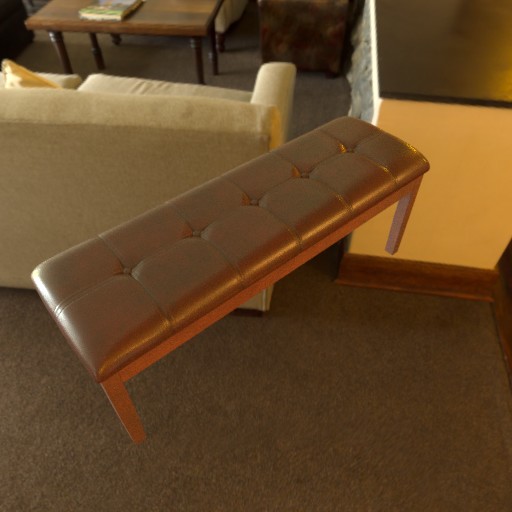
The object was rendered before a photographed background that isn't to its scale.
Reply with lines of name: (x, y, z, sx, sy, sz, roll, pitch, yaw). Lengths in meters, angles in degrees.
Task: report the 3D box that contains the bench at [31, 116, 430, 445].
bench: (0.000, 0.000, 1.488, 1.259, 0.491, 0.401, -31, 54, -26)
